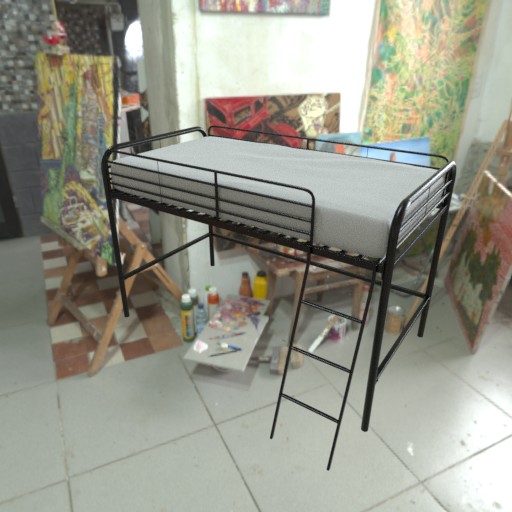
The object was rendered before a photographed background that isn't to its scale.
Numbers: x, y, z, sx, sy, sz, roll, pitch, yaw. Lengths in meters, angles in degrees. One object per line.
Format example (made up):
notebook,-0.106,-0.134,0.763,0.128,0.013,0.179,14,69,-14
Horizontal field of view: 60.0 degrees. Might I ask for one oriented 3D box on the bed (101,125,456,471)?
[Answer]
bed,0.000,0.000,2.885,1.968,1.289,1.393,17,31,31
